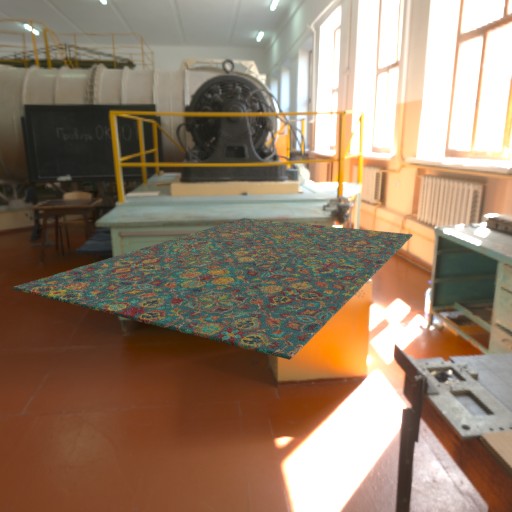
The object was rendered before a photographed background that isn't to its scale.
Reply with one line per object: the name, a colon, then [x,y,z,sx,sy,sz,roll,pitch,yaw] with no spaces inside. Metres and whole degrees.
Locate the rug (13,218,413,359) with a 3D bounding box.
rug: [0.000,0.000,2.831,1.527,0.016,2.290,8,17,28]
